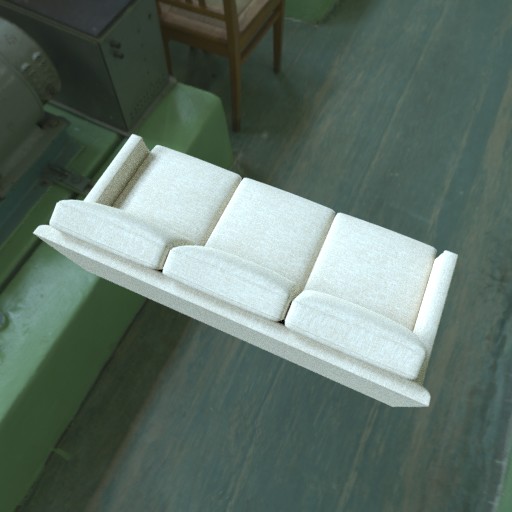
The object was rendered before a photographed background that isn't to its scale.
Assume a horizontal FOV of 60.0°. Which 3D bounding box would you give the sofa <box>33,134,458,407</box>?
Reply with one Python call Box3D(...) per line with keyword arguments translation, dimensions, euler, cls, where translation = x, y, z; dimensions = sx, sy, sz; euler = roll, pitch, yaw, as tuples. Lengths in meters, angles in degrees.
Box3D(translation=(0.000, 0.000, 2.728), dimensions=(2.210, 0.940, 1.041), euler=(22, 66, 10), cls="sofa")
